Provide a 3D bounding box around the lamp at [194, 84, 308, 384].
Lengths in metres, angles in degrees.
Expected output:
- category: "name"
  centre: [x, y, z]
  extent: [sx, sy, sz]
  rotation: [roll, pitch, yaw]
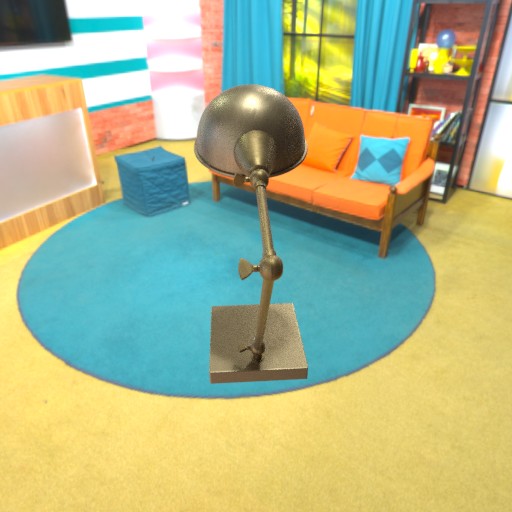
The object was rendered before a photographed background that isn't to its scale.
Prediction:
- category: "lamp"
  centre: [0.000, 0.000, 0.551]
  extent: [0.149, 0.371, 0.339]
  rotation: [-2, 30, -3]
